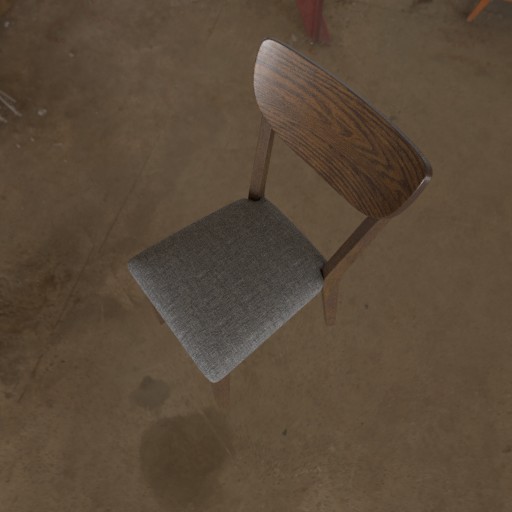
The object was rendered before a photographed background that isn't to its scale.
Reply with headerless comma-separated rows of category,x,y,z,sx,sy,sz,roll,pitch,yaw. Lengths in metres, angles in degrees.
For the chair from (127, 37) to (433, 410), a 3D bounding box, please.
chair,0.000,0.000,1.193,0.583,0.849,0.491,-35,67,-17
